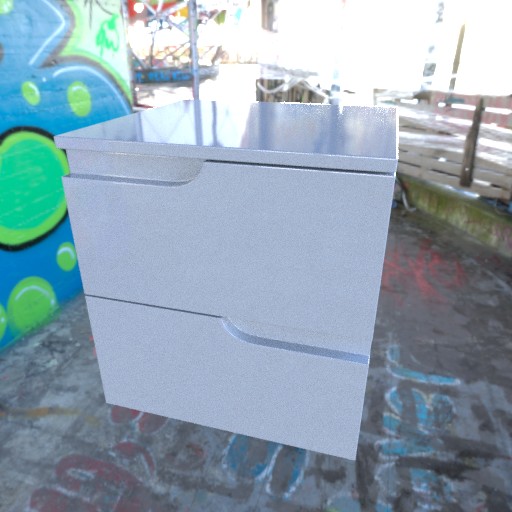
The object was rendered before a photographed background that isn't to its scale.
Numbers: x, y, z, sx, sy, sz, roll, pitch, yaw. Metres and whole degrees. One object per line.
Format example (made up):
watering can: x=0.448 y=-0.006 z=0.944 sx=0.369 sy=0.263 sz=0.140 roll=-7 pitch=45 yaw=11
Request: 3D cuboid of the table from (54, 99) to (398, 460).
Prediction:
table: x=0.000 y=0.000 z=0.786 sx=0.420 sy=0.470 sz=0.400 roll=7 pitch=27 yaw=14
